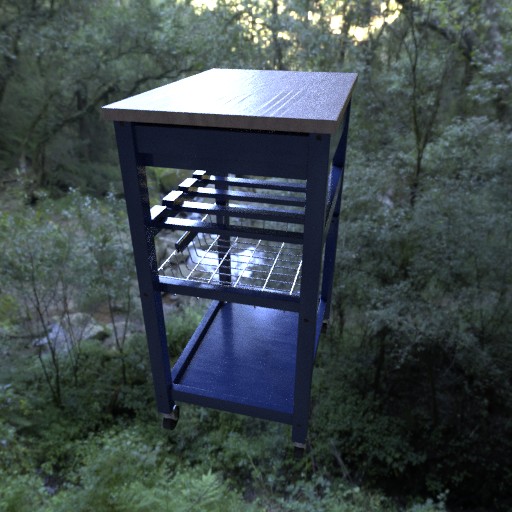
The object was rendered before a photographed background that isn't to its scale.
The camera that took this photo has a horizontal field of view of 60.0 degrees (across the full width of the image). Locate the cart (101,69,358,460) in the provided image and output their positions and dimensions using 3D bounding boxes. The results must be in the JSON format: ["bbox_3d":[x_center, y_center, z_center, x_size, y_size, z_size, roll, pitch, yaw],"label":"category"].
[{"bbox_3d":[0.000,0.000,1.162,0.403,0.839,0.584,7,30,13],"label":"cart"}]
